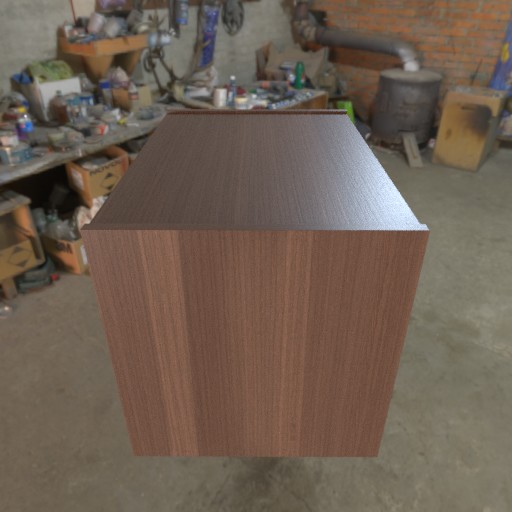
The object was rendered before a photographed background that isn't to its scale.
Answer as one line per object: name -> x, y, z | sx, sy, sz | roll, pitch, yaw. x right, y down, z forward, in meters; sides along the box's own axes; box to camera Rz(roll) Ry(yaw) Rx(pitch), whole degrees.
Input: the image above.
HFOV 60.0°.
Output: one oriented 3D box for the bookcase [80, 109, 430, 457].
bookcase -> 0.000, 0.000, 0.624 | 0.290, 0.305, 0.415 | 0, 32, 0
